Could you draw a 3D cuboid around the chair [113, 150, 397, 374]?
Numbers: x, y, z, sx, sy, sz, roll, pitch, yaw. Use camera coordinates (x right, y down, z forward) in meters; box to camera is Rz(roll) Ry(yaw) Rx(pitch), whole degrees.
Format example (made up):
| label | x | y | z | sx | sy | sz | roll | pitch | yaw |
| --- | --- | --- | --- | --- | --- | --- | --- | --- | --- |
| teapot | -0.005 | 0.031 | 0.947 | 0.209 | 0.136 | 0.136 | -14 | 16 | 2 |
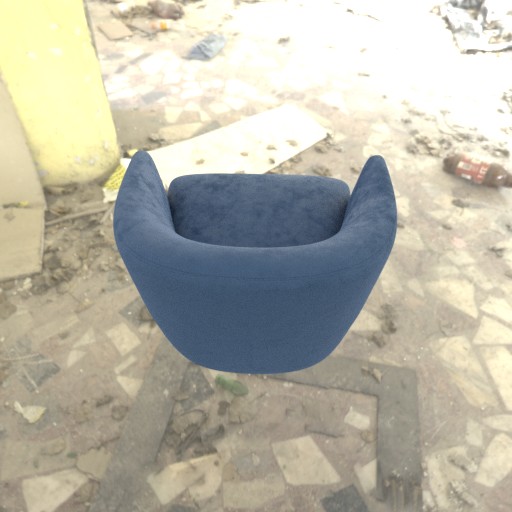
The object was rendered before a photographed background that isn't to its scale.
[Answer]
| label | x | y | z | sx | sy | sz | roll | pitch | yaw |
| --- | --- | --- | --- | --- | --- | --- | --- | --- | --- |
| chair | 0.000 | 0.000 | 1.385 | 0.773 | 0.698 | 0.767 | 1 | 47 | 1 |
